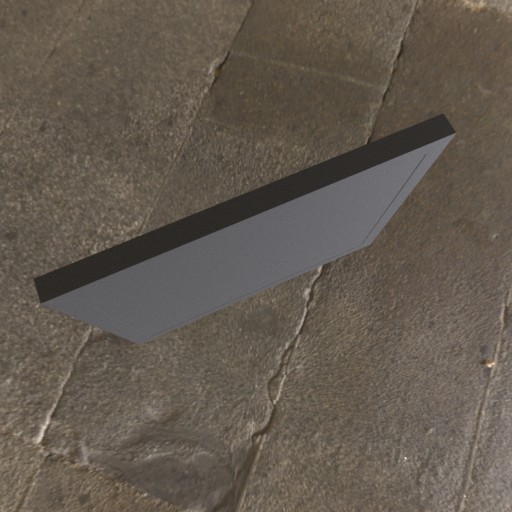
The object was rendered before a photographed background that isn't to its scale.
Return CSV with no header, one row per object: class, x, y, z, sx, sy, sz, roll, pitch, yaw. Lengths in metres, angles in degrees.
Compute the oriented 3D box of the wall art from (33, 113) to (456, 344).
wall art,0.000,0.000,0.555,0.404,0.329,0.024,-23,74,-7
